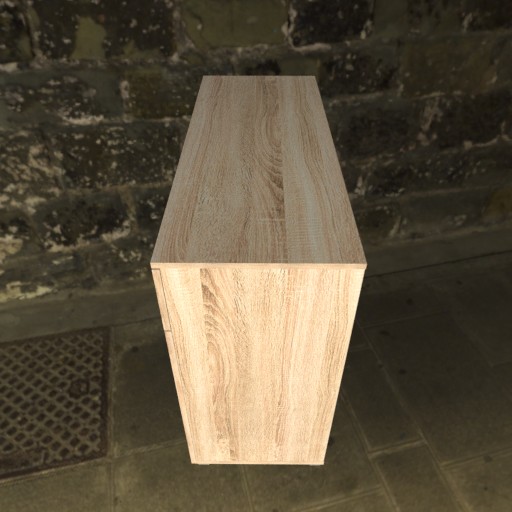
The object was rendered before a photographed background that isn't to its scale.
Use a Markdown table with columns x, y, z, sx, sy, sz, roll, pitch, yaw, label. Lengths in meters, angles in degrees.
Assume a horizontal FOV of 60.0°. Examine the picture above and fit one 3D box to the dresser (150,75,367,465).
| x | y | z | sx | sy | sz | roll | pitch | yaw | label |
| --- | --- | --- | --- | --- | --- | --- | --- | --- | --- |
| 0.000 | 0.000 | 1.594 | 0.450 | 0.900 | 1.100 | 0 | 40 | 0 | dresser |
